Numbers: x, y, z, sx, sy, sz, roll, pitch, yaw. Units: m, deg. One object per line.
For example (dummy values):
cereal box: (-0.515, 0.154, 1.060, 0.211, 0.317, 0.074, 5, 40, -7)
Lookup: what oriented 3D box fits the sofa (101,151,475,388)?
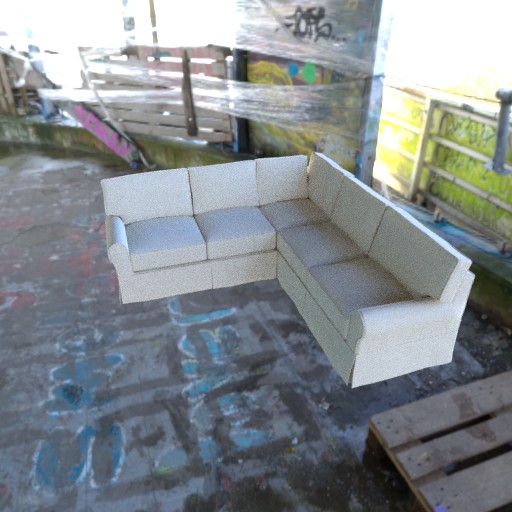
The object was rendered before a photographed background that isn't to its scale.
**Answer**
sofa: (0.000, 0.000, 4.082, 2.591, 1.070, 2.597, -10, 32, -15)
